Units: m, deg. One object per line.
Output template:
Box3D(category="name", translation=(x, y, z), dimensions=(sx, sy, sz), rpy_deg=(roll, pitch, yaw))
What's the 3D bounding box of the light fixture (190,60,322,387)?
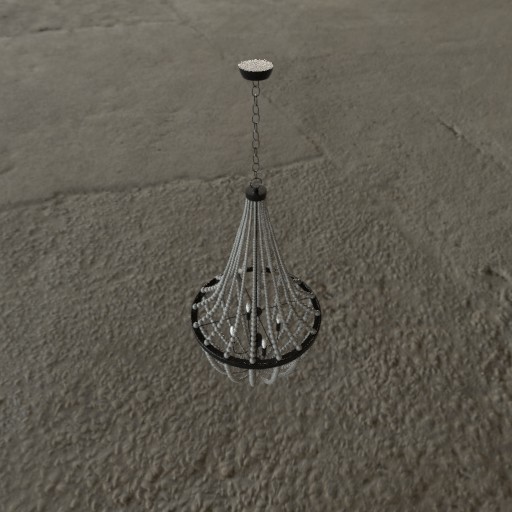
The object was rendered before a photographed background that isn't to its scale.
Box3D(category="light fixture", translation=(0.000, 0.000, 1.364), dimensions=(0.450, 1.133, 0.450), rpy_deg=(0, 41, 0))
